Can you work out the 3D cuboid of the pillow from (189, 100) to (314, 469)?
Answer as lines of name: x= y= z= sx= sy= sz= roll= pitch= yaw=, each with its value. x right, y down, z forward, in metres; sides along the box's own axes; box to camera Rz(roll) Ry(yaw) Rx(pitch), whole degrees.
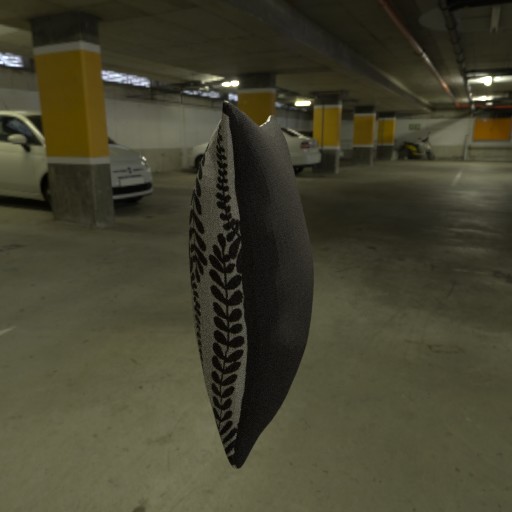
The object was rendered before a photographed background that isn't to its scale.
pillow: x=0.000 y=0.000 z=0.693 sx=0.182 sy=0.441 sz=0.440 roll=2 pitch=15 yaw=8
